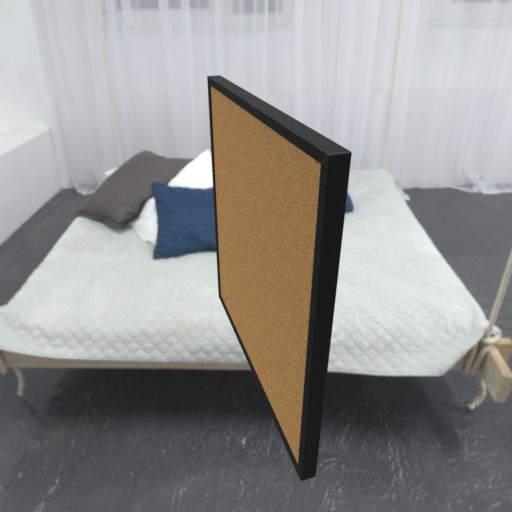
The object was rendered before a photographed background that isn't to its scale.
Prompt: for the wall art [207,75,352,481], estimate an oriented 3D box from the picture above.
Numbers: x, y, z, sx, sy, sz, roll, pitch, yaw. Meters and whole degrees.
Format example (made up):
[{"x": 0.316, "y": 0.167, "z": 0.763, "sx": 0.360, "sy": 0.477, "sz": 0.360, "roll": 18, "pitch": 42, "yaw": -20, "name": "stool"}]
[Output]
[{"x": 0.000, "y": 0.000, "z": 1.135, "sx": 0.037, "sy": 0.761, "sz": 0.761, "roll": -10, "pitch": 32, "yaw": -16, "name": "wall art"}]
